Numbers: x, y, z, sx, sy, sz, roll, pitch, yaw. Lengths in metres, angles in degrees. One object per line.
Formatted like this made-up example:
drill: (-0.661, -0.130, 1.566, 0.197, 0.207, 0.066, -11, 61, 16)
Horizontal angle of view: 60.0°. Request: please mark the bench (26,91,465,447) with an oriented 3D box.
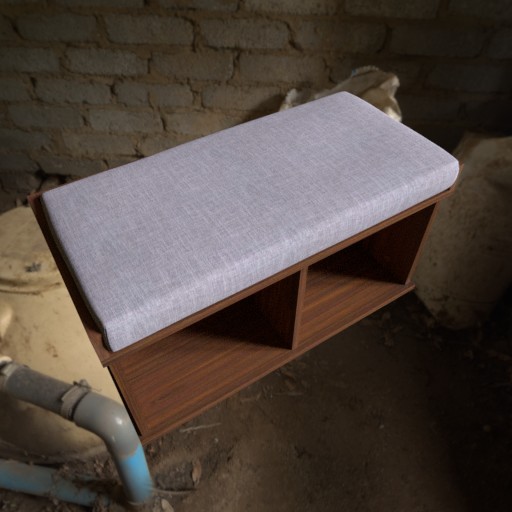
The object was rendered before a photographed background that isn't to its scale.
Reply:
bench: (0.000, 0.000, 0.961, 0.734, 0.461, 0.362, -25, 52, -22)
